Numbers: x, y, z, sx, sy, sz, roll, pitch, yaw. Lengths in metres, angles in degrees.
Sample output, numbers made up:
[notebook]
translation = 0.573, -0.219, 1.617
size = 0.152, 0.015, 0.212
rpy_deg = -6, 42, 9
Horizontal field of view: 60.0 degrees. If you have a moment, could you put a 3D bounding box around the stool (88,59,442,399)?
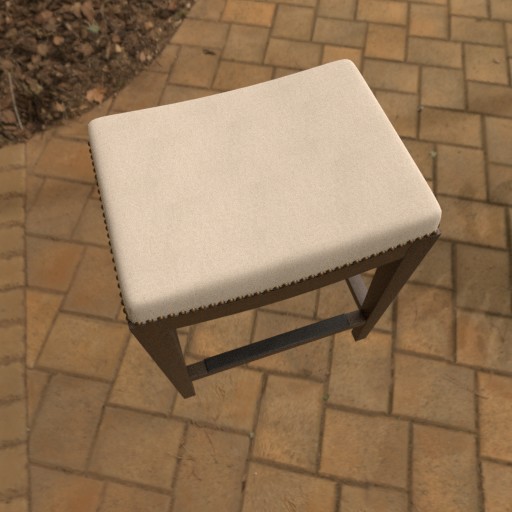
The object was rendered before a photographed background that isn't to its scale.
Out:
[stool]
translation = 0.000, 0.000, 0.948
size = 0.500, 0.642, 0.361
rpy_deg = -17, 65, -8
